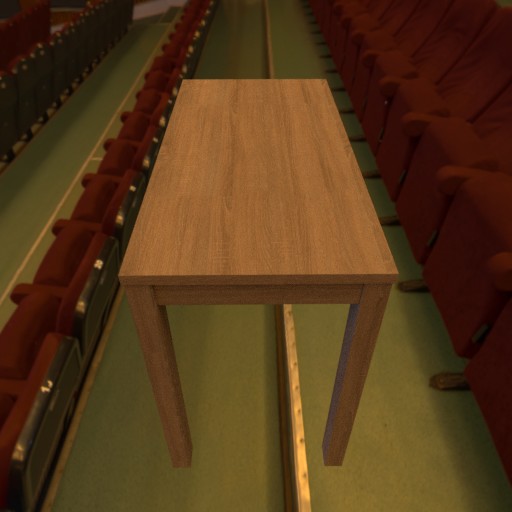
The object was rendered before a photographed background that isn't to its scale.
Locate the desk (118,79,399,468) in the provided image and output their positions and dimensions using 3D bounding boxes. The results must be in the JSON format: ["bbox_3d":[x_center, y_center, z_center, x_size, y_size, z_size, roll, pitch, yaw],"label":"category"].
[{"bbox_3d":[0.000,0.000,1.405,0.495,0.762,0.991,0,41,0],"label":"desk"}]
